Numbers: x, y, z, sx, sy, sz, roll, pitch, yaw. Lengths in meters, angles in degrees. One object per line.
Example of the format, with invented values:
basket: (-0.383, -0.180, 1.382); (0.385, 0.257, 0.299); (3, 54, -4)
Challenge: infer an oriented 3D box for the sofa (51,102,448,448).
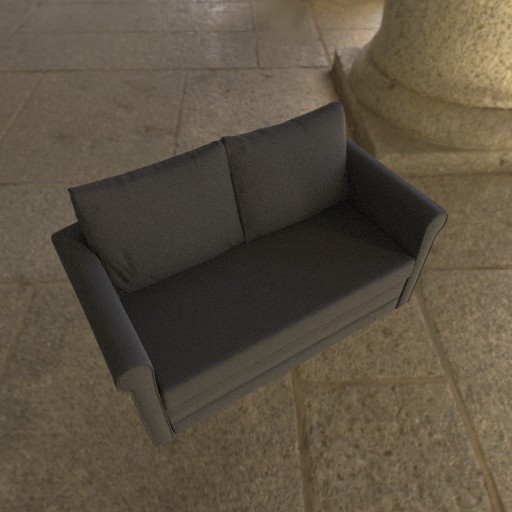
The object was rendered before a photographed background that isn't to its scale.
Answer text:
sofa: (0.000, 0.000, 1.930); (1.460, 0.872, 0.741); (-24, 52, -21)
